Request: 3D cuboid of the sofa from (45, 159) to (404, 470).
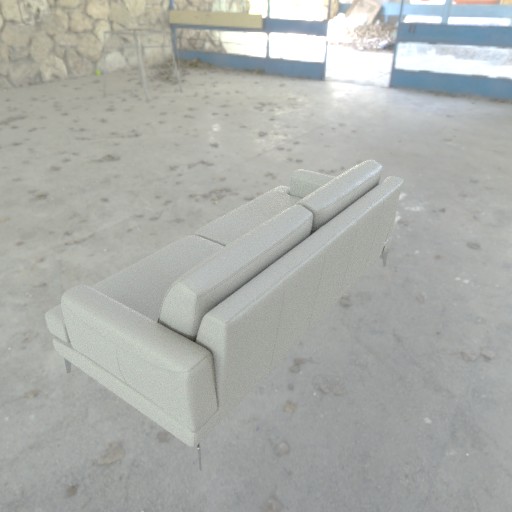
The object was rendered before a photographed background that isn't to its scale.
[{"bbox_3d":[0.000,0.000,2.402,0.974,0.765,1.940,20,36,30],"label":"sofa"}]
